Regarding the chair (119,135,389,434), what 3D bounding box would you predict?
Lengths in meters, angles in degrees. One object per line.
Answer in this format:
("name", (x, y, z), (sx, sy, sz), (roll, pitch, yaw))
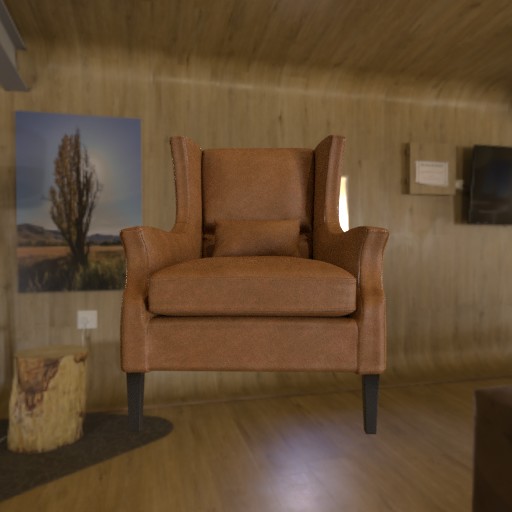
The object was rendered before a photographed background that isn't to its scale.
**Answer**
("chair", (0.000, 0.000, 1.708), (0.852, 1.016, 0.925), (0, 1, 2))
